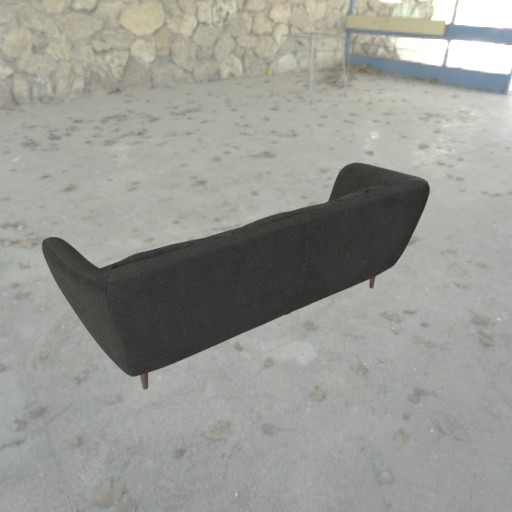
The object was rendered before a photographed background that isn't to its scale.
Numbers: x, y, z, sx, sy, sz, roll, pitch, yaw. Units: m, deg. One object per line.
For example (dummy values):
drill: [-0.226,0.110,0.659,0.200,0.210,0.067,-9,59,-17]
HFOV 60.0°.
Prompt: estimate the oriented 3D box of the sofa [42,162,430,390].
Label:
sofa: [0.000,0.000,2.783,2.296,0.875,0.956,-19,35,-29]
